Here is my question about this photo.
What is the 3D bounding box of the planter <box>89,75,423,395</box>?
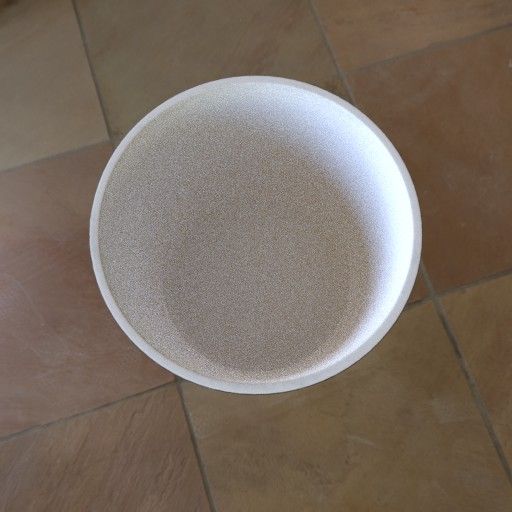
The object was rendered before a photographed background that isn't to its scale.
[{"bbox_3d":[0.000,0.000,0.392,0.221,0.201,0.221,0,77,0],"label":"planter"}]
